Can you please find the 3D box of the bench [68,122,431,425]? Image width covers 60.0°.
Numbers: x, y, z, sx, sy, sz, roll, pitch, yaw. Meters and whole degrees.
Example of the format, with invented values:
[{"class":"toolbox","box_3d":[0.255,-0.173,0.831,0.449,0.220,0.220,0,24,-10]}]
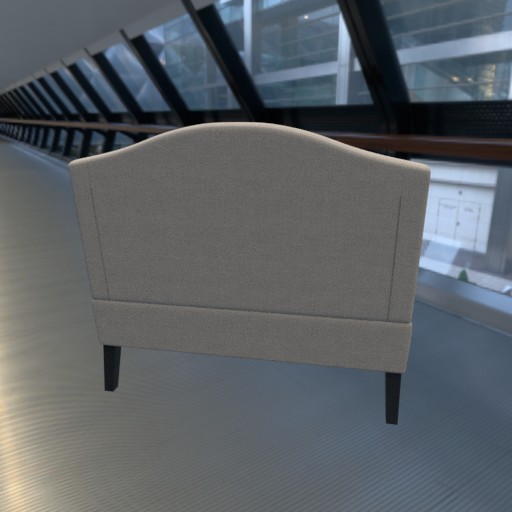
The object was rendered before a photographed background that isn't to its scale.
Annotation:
[{"class":"bench","box_3d":[0.000,0.000,2.059,1.335,1.180,0.815,3,16,10]}]
